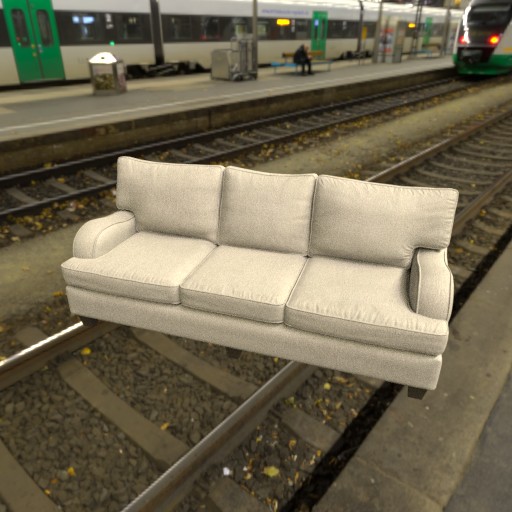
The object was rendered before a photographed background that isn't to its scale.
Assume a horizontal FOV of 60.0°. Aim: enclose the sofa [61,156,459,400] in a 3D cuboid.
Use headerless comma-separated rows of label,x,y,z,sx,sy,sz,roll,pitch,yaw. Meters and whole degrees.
sofa,0.000,0.000,2.869,2.323,0.991,1.016,8,28,16
